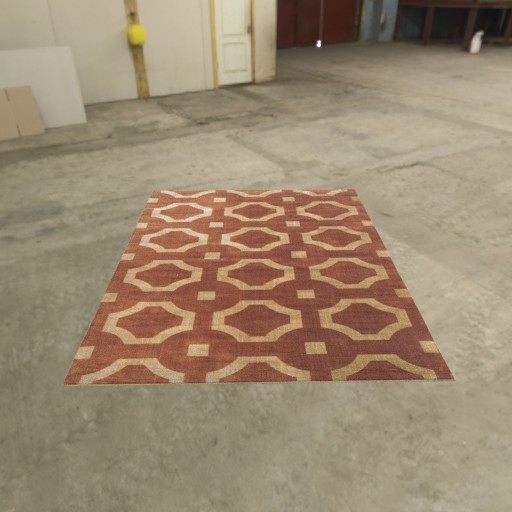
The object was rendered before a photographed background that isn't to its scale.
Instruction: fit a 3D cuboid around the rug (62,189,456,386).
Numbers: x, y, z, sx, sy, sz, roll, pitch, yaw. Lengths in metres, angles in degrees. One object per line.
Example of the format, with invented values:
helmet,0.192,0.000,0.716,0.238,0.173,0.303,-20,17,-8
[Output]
rug,0.000,0.000,4.064,2.466,0.021,3.049,-1,31,-1
